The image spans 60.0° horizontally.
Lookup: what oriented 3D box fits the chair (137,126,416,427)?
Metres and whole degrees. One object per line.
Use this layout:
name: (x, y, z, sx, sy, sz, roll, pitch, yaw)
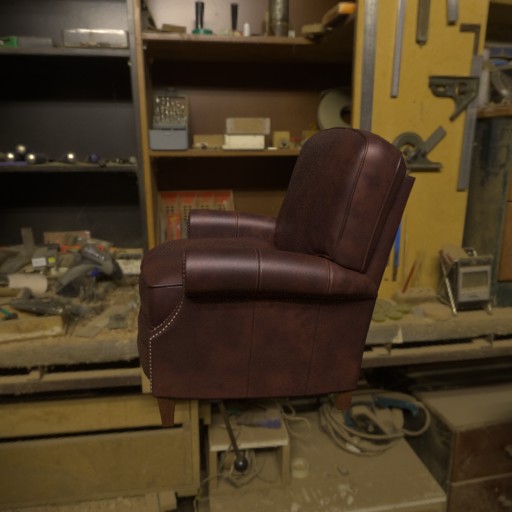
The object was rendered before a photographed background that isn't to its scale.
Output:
chair: (0.000, 0.000, 1.816, 0.986, 1.018, 0.936, -2, 15, -7)
